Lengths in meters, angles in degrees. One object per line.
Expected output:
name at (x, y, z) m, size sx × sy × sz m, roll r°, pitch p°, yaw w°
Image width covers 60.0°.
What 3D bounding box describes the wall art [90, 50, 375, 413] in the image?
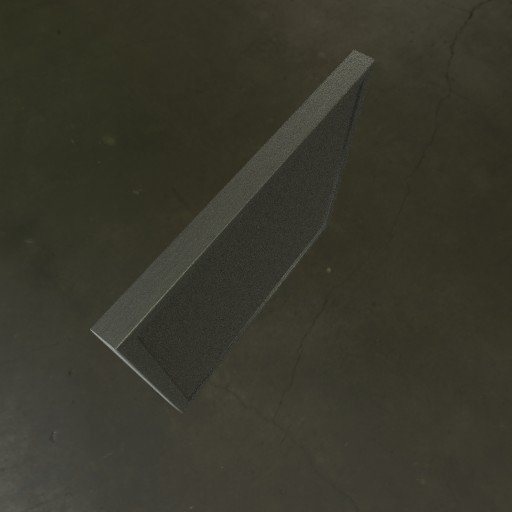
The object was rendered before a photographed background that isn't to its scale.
wall art at (0.000, 0.000, 0.541) m, size 0.028 × 0.330 × 0.380 m, roll 33°, pitch 68°, yaw 16°
